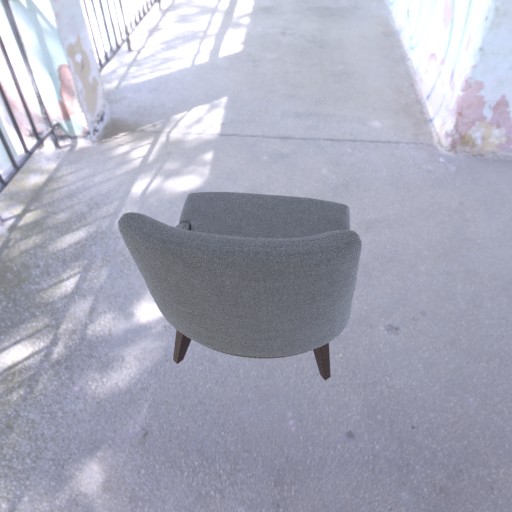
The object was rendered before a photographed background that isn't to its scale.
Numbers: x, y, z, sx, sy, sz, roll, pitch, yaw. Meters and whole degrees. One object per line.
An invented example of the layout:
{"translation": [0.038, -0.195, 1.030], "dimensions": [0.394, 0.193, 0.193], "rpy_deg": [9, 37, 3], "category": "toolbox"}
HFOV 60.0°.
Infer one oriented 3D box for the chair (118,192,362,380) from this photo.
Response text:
{"translation": [0.000, 0.000, 1.538], "dimensions": [0.701, 0.909, 0.861], "rpy_deg": [5, 46, 5], "category": "chair"}
